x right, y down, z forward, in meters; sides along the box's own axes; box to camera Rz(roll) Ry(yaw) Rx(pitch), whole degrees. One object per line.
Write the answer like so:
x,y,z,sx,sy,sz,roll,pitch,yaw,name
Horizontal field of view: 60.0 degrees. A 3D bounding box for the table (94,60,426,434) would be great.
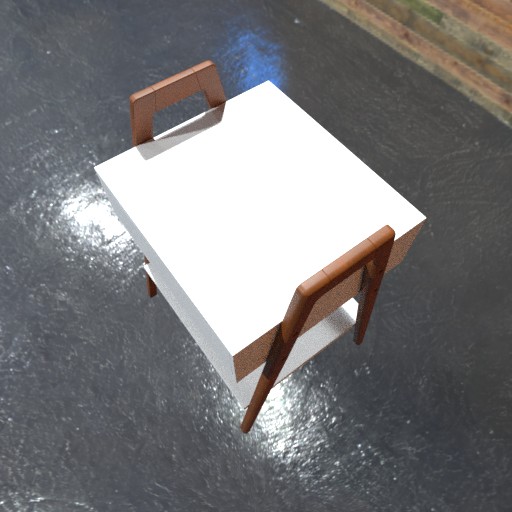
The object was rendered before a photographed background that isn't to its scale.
0.000,0.000,0.923,0.405,0.610,0.457,-33,65,-18,table
